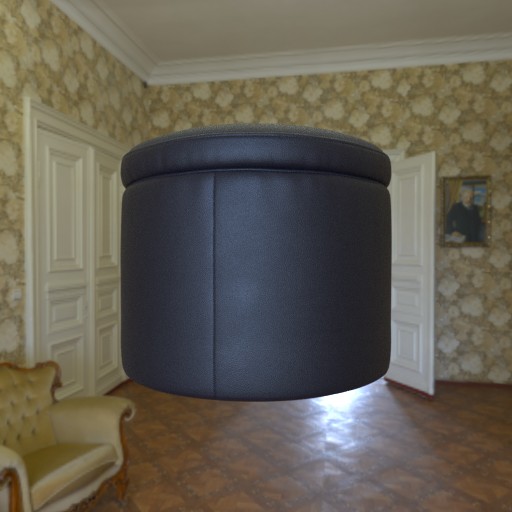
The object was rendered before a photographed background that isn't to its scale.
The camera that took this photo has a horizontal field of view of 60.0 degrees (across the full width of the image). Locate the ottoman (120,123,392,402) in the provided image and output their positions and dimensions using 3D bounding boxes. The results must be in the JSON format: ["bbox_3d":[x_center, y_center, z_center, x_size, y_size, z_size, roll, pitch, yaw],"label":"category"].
[{"bbox_3d":[0.000,0.000,0.857,0.501,0.409,0.501,0,0,0],"label":"ottoman"}]
